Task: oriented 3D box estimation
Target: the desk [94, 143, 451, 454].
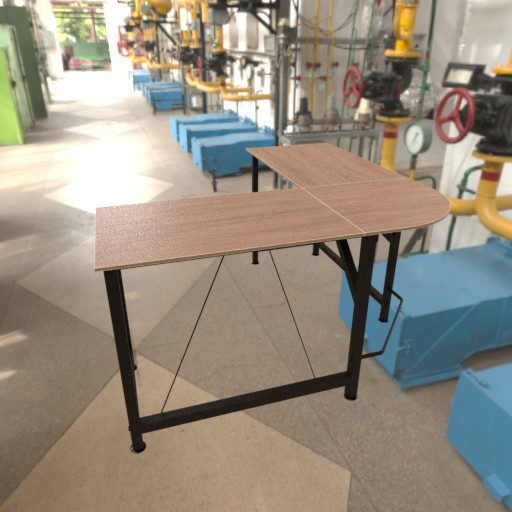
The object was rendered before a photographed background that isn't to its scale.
[{"bbox_3d":[0.000,0.000,2.201,1.400,0.762,1.400,-8,27,-16],"label":"desk"}]
